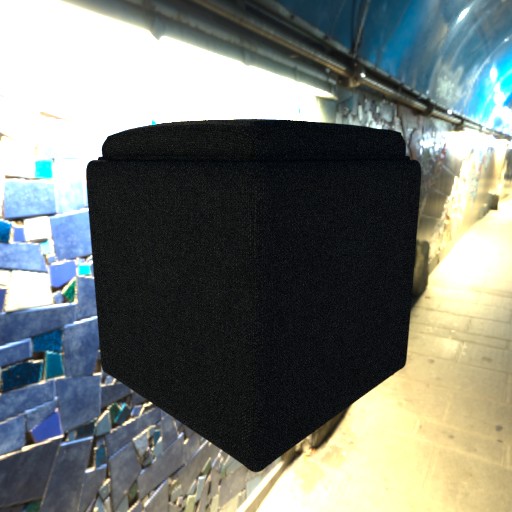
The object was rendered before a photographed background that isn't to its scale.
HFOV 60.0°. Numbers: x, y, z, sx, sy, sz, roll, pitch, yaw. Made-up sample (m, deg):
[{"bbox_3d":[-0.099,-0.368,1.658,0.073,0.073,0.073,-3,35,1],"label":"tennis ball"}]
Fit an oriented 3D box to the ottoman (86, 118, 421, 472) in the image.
[{"bbox_3d":[0.000,0.000,0.850,0.436,0.493,0.454,12,17,43],"label":"ottoman"}]
